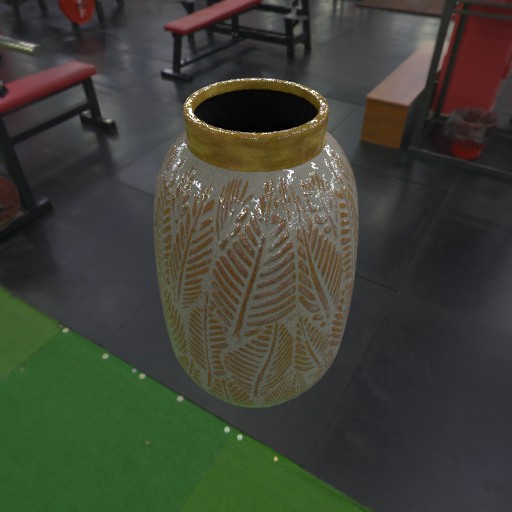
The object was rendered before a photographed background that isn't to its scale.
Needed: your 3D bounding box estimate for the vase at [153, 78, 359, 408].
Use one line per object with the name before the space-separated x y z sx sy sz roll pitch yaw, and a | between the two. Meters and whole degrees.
vase | 0.000 0.000 0.383 0.172 0.270 0.172 0 42 0
